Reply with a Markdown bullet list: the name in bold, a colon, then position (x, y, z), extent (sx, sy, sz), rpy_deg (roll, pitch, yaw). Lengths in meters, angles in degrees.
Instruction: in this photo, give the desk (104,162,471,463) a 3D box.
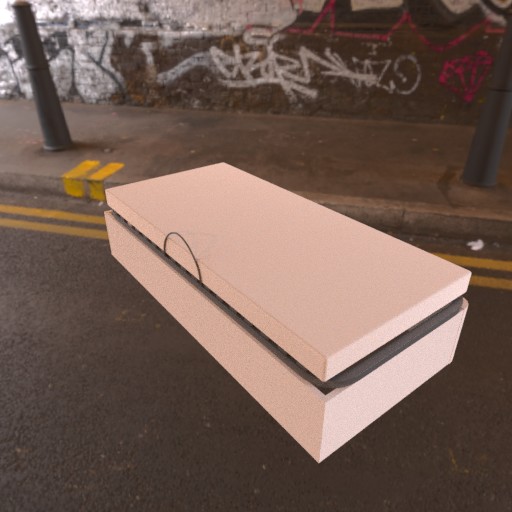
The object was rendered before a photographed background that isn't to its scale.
- **desk**: position (0.000, 0.000, 2.333), extent (0.900, 0.526, 1.900), rpy_deg (-21, 36, -32)
